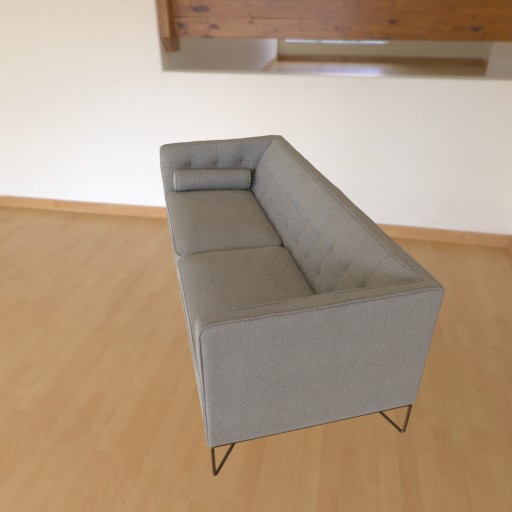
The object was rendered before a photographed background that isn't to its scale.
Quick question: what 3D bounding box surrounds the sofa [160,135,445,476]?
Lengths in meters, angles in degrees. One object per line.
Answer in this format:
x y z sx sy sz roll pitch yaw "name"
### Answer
0.000 0.000 2.546 0.912 0.798 2.079 -7 31 -12 "sofa"
